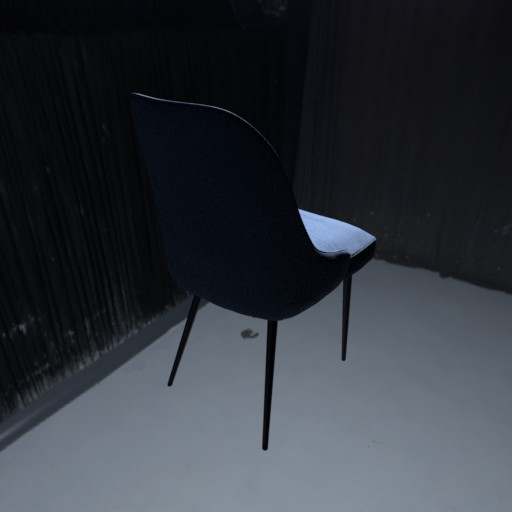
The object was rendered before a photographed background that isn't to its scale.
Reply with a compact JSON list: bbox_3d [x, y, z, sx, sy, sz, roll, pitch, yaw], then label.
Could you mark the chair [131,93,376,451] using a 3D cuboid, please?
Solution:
[{"bbox_3d":[0.000,0.000,1.205,0.478,0.896,0.559,21,36,32],"label":"chair"}]
